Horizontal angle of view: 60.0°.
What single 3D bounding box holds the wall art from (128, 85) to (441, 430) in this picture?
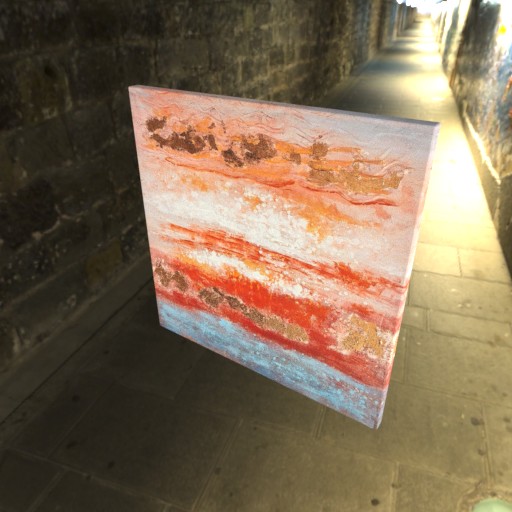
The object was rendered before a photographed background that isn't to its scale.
[{"bbox_3d":[0.000,0.000,1.114,0.747,0.747,0.035,18,34,29],"label":"wall art"}]
